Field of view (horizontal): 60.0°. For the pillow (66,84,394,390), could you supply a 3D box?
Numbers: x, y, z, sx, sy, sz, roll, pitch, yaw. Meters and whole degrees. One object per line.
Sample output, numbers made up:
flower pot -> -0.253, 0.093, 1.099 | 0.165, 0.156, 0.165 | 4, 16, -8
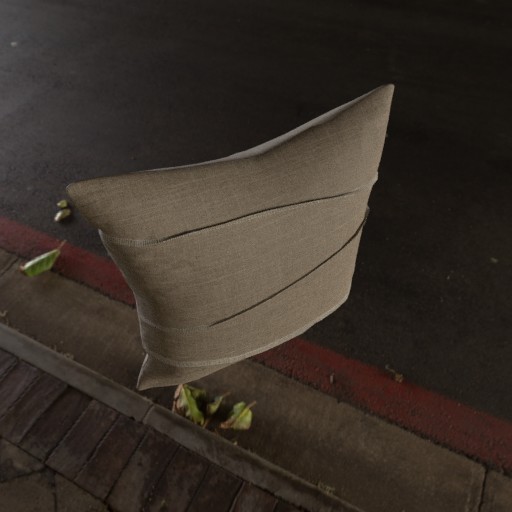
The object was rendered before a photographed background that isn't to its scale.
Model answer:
pillow -> 0.000, 0.000, 0.623 | 0.424, 0.400, 0.169 | -24, 51, -21
